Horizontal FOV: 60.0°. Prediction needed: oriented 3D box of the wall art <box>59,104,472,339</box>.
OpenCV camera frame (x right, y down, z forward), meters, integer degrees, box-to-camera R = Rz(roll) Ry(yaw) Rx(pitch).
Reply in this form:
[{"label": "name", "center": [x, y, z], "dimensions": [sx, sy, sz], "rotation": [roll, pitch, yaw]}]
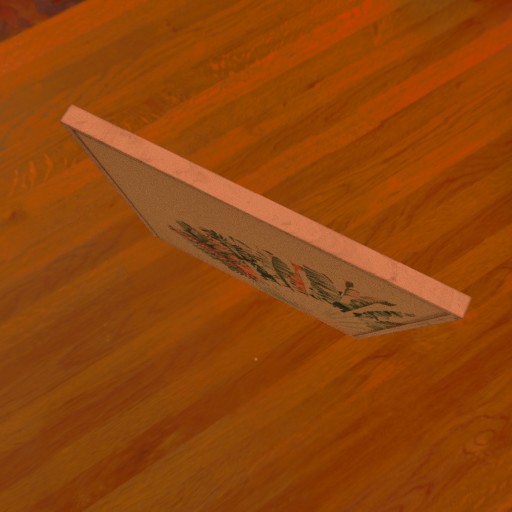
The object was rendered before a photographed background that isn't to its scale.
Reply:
[{"label": "wall art", "center": [0.000, 0.000, 1.115], "dimensions": [0.760, 0.757, 0.038], "rotation": [27, 78, 6]}]
